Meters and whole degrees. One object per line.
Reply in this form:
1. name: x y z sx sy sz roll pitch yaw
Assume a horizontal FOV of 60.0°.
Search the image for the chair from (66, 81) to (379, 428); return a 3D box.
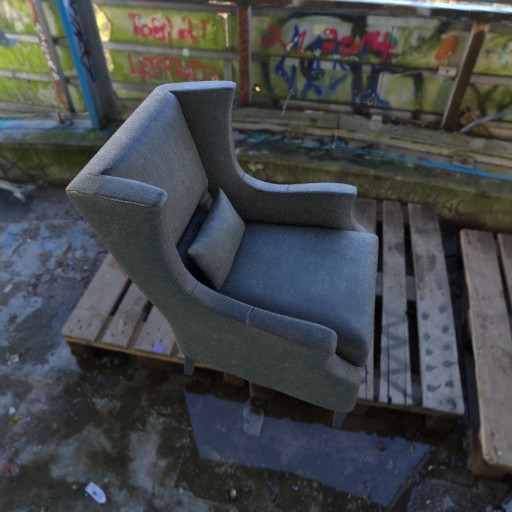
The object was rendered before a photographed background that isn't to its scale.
1. chair: 0.000 0.000 1.699 0.926 1.016 0.853 10 46 9
